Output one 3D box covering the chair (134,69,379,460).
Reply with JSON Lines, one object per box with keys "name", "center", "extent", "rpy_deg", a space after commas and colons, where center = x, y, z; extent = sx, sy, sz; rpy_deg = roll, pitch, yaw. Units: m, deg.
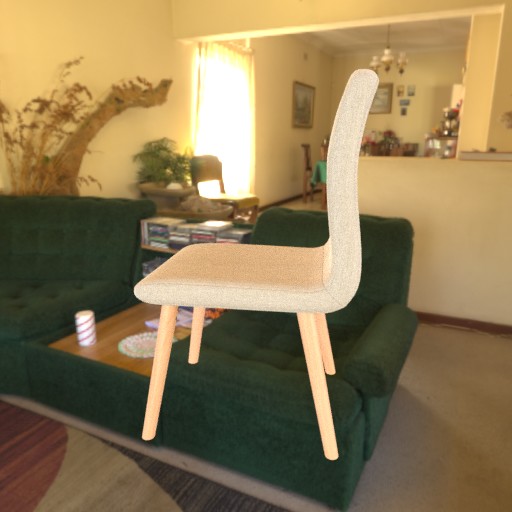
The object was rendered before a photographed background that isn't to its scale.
{"name": "chair", "center": [0.000, 0.000, 1.194], "extent": [0.550, 0.885, 0.435], "rpy_deg": [2, 15, 9]}
